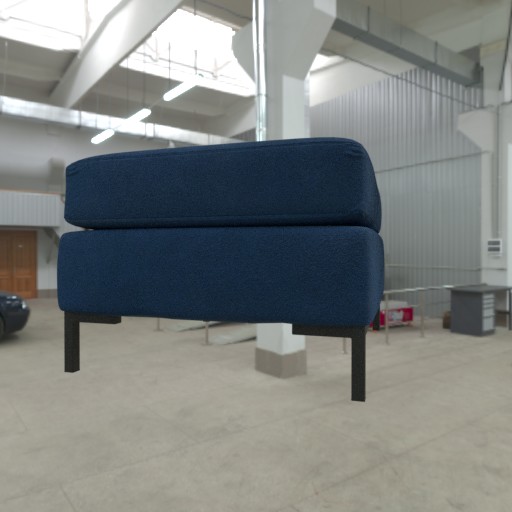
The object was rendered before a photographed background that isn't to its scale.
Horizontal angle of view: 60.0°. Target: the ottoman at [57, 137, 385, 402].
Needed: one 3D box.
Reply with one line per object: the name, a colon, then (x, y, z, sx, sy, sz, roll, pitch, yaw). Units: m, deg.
ottoman: (0.000, 0.000, 1.191, 0.655, 0.485, 0.794, 0, 1, 18)
